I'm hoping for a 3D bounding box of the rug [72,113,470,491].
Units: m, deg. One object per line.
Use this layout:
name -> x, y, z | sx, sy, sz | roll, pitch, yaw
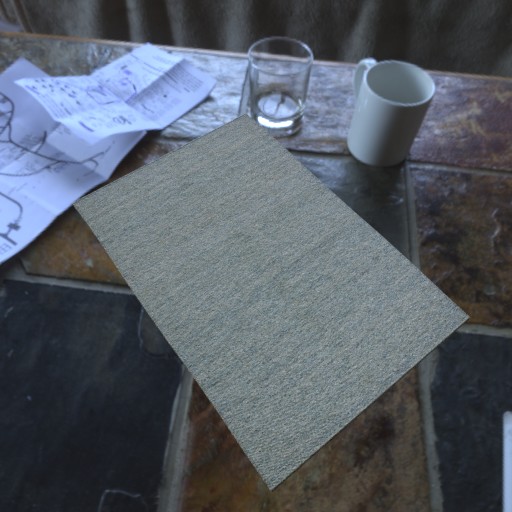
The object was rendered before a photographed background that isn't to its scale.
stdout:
rug -> 0.000, 0.000, 2.921 | 1.547, 0.013, 2.283 | -33, 64, -18
